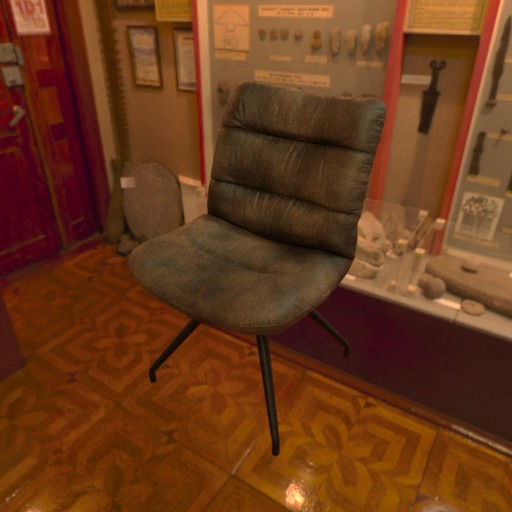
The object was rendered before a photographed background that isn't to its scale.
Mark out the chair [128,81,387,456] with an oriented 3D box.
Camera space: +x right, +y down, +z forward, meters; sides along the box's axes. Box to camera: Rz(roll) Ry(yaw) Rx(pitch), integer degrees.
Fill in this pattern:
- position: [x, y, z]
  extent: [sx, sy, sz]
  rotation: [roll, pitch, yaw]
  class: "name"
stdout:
- position: [0.000, 0.000, 1.311]
  extent: [0.549, 0.870, 0.622]
  rotation: [19, 35, 29]
  class: "chair"
